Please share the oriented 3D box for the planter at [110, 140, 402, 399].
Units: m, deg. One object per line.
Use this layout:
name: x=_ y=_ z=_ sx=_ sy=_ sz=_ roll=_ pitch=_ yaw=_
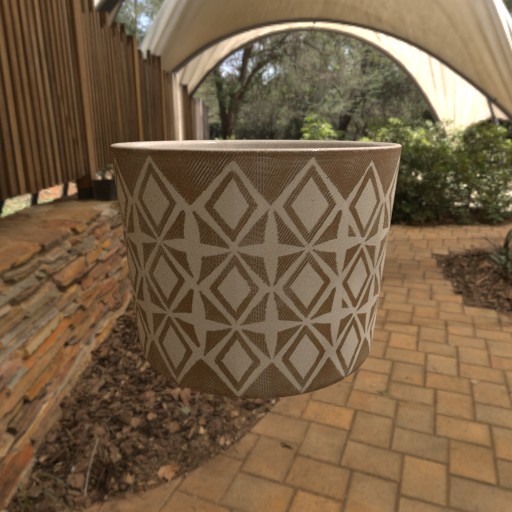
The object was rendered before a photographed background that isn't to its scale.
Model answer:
planter: x=0.000 y=0.000 z=0.445 sx=0.260 sy=0.220 sz=0.260 roll=0 pitch=16 yaw=0
